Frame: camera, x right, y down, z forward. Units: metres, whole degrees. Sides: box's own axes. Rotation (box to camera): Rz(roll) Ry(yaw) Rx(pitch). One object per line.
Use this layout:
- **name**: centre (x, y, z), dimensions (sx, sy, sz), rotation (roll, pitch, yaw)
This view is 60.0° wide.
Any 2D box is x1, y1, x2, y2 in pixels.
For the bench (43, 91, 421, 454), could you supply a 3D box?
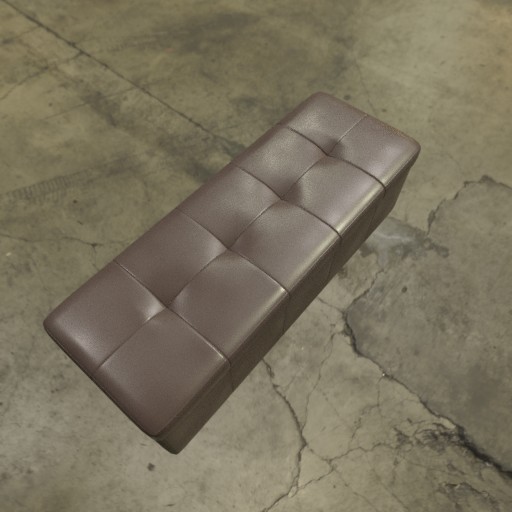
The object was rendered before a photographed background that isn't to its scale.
- **bench**: centre (0.000, 0.000, 1.462), dimensions (0.450, 0.417, 1.219), rotation (36, 65, 20)
